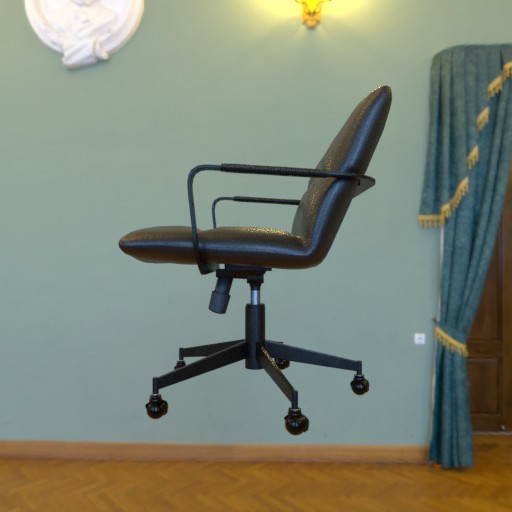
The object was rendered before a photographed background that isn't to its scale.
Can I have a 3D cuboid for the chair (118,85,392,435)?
[{"bbox_3d":[0.000,0.000,1.463,0.748,0.922,0.719,0,0,0],"label":"chair"}]
